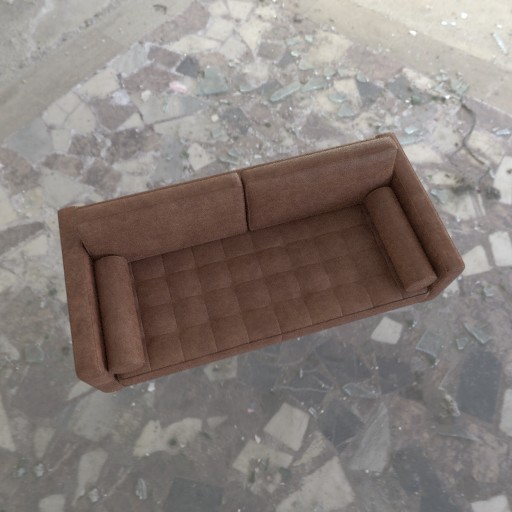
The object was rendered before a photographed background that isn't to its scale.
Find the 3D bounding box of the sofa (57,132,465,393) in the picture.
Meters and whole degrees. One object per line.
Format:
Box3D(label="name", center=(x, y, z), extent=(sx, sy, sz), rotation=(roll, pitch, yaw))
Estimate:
Box3D(label="sofa", center=(0.000, 0.000, 2.344), extent=(1.870, 0.760, 0.910), rotation=(-15, 65, -7))
